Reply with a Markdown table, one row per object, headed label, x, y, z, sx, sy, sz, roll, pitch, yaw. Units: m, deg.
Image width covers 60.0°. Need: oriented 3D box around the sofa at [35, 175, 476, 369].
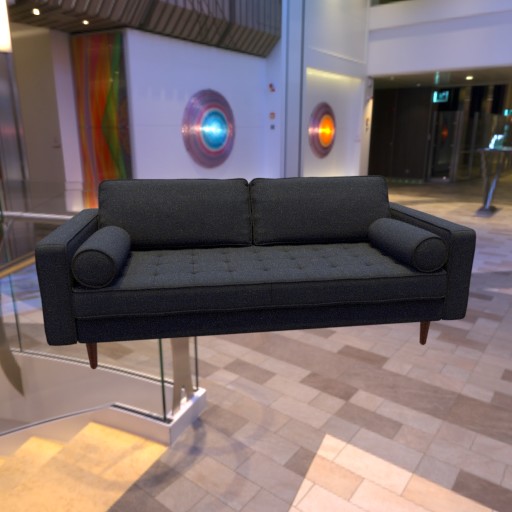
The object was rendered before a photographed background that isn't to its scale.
| label | x | y | z | sx | sy | sz | roll | pitch | yaw |
| --- | --- | --- | --- | --- | --- | --- | --- | --- | --- |
| sofa | 0.000 | 0.000 | 2.301 | 1.880 | 0.762 | 0.914 | -2 | 16 | -8 |
